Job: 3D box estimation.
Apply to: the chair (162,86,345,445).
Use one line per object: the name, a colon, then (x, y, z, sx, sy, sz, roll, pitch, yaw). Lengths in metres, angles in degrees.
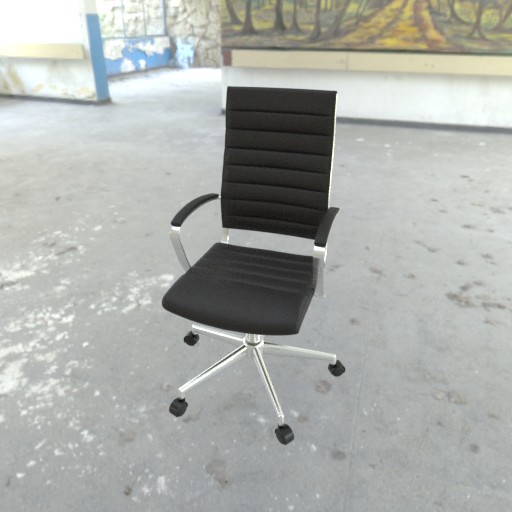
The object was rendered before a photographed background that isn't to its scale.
chair: (0.000, 0.000, 1.716, 0.766, 1.149, 0.739, 9, 29, 16)
